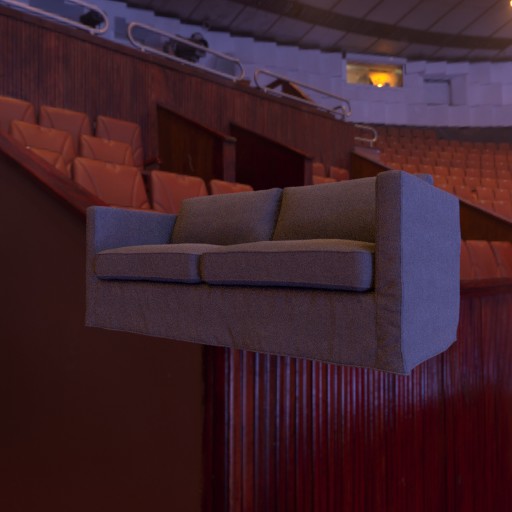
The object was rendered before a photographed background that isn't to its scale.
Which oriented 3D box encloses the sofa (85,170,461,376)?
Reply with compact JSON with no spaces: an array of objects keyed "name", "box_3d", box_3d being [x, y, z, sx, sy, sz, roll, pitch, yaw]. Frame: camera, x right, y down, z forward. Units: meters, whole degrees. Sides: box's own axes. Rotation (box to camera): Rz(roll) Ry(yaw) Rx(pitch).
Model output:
[{"name":"sofa","box_3d":[0.000,0.000,2.497,1.982,0.855,0.953,0,0,36]}]
